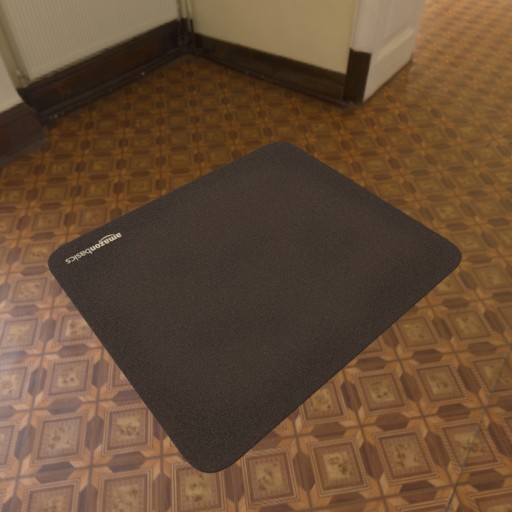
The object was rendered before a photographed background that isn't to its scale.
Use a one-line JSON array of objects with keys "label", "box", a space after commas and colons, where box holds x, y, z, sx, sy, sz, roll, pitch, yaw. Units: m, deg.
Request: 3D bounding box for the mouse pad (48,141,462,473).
[{"label": "mouse pad", "box": [0.000, 0.000, 0.335, 0.249, 0.002, 0.211, -32, 55, -26]}]
